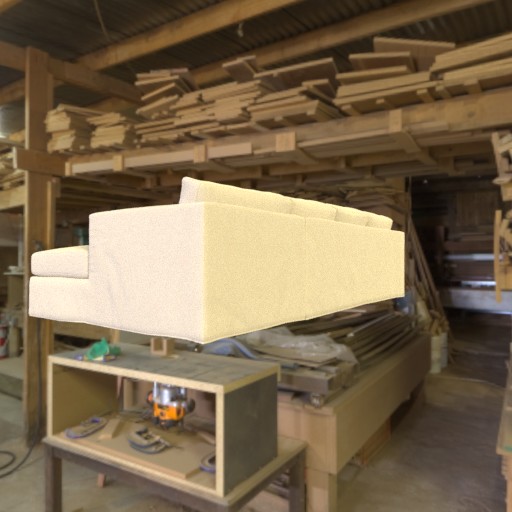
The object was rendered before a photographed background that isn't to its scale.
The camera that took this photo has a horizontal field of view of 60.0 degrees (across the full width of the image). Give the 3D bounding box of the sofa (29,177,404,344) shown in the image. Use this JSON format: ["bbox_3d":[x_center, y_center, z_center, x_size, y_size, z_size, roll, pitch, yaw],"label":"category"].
[{"bbox_3d":[0.000,0.000,3.866,1.622,0.871,3.206,0,0,35],"label":"sofa"}]
